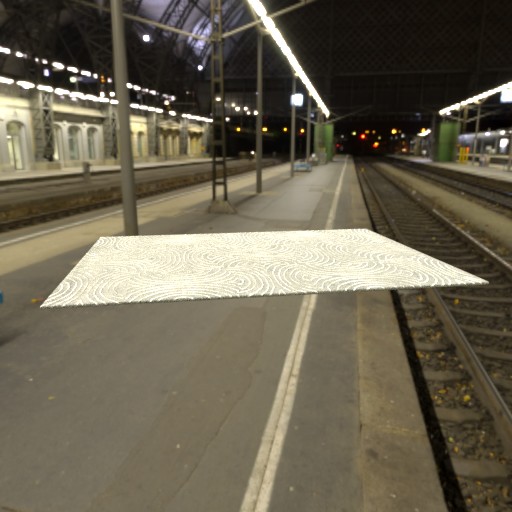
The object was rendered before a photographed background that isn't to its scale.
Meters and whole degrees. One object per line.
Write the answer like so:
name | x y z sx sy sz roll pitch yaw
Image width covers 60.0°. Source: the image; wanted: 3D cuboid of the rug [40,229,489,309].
rug | 0.000 0.000 2.815 2.144 0.015 1.543 -2 14 -9
